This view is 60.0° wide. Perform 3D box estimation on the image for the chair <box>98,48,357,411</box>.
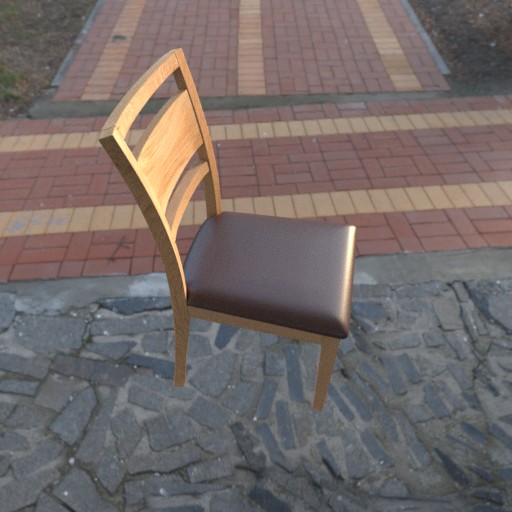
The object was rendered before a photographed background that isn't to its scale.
[{"bbox_3d":[0.000,0.000,1.233,0.545,0.940,0.420,9,48,8],"label":"chair"}]
